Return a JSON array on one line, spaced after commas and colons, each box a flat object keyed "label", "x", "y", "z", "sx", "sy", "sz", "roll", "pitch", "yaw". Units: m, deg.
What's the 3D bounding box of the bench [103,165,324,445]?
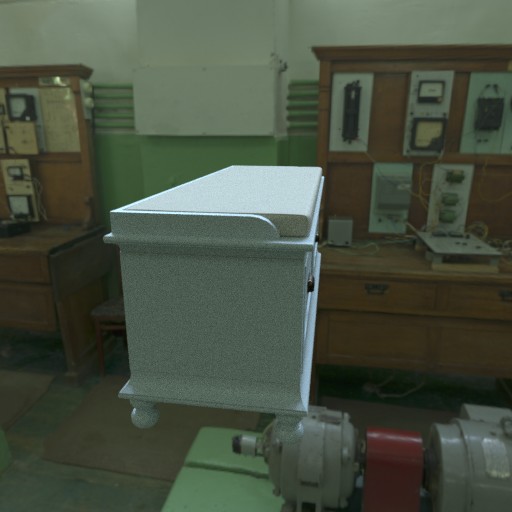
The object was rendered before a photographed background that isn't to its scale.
[{"label": "bench", "x": 0.000, "y": 0.000, "z": 1.434, "sx": 0.402, "sy": 0.486, "sz": 1.185, "roll": 3, "pitch": 16, "yaw": 9}]
